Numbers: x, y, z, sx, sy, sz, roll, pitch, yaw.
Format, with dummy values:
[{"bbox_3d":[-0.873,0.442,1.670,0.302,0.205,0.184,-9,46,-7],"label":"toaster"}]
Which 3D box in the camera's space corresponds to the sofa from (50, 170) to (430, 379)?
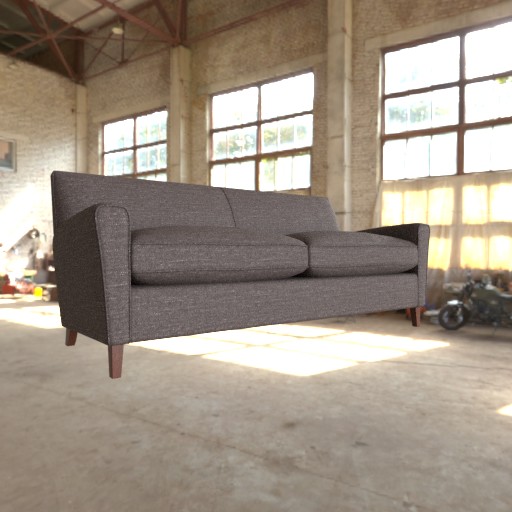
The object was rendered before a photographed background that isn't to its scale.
[{"bbox_3d":[0.000,0.000,2.421,1.976,0.846,0.875,0,1,-36],"label":"sofa"}]
